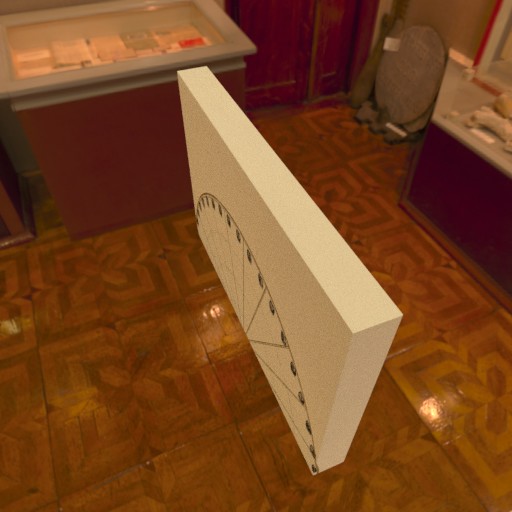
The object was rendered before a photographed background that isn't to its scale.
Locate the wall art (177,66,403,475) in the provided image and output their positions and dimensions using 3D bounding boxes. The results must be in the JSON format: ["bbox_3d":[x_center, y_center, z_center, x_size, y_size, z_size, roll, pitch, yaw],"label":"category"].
[{"bbox_3d":[0.000,0.000,0.480,0.039,0.254,0.384,-16,49,-15],"label":"wall art"}]
